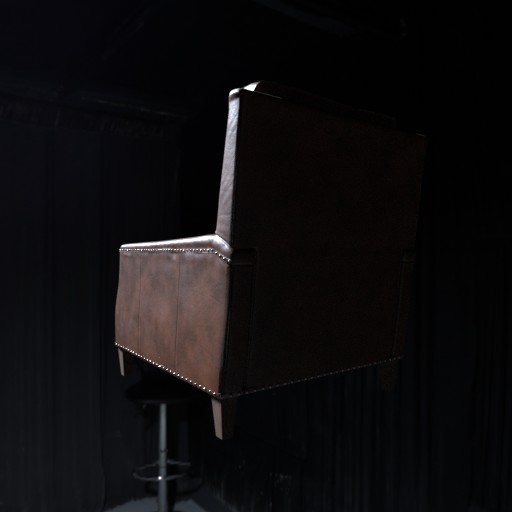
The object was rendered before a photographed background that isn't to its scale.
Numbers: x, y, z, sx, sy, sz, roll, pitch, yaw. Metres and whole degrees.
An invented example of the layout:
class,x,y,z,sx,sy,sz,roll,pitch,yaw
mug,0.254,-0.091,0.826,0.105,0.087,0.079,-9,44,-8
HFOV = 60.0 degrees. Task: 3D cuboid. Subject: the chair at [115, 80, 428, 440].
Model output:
class,x,y,z,sx,sy,sz,roll,pitch,yaw
chair,0.000,0.000,1.819,0.854,1.054,1.035,0,1,-36
